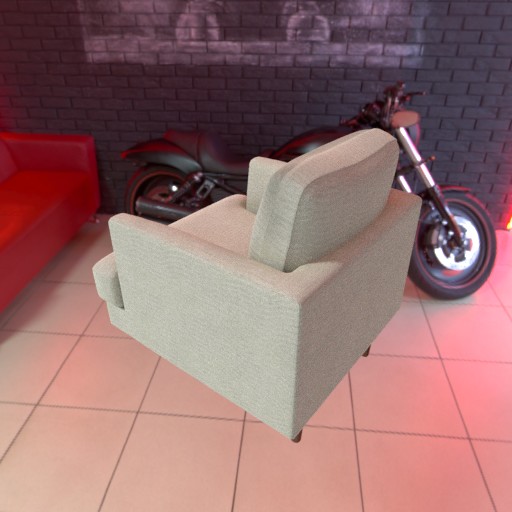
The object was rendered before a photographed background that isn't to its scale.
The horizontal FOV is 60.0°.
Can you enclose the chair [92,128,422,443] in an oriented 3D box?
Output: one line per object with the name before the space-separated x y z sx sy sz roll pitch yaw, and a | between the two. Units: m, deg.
chair | 0.000 0.000 1.666 0.899 0.957 0.858 22 37 32
